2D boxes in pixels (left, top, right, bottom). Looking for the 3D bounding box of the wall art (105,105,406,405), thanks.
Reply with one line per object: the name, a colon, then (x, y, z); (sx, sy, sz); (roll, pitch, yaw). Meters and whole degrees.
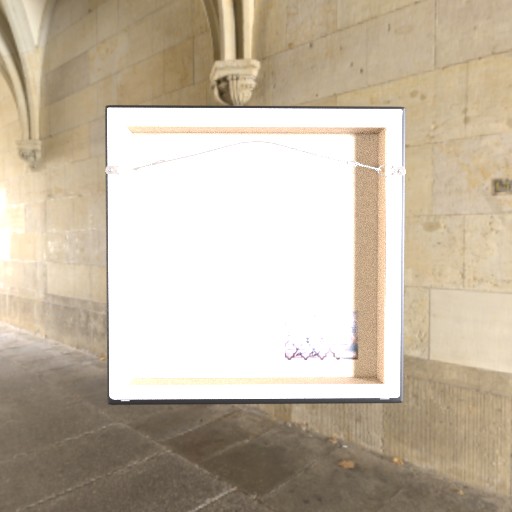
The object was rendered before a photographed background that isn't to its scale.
wall art: (0.000, 0.000, 0.617); (0.406, 0.407, 0.041); (0, 1, -1)
